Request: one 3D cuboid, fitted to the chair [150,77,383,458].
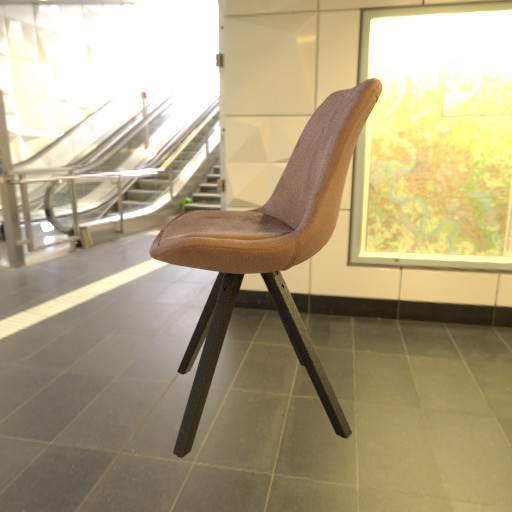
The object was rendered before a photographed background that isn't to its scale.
[{"bbox_3d":[0.000,0.000,1.179,0.547,0.865,0.483,-2,14,-8],"label":"chair"}]
